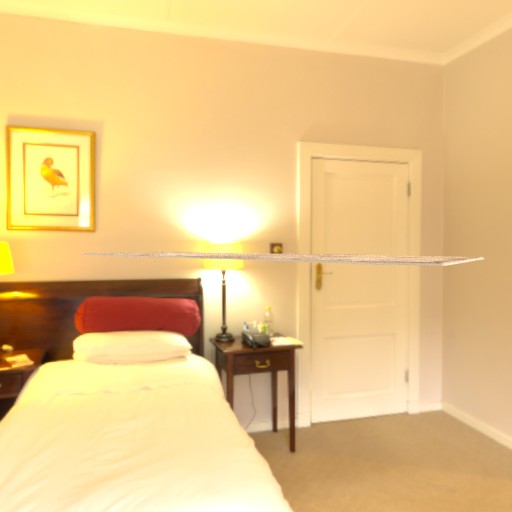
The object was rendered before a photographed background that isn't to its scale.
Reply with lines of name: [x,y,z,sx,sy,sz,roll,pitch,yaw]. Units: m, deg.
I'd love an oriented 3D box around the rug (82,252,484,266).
rug: [0.000,0.000,2.707,2.383,0.018,0.857,1,2,36]
